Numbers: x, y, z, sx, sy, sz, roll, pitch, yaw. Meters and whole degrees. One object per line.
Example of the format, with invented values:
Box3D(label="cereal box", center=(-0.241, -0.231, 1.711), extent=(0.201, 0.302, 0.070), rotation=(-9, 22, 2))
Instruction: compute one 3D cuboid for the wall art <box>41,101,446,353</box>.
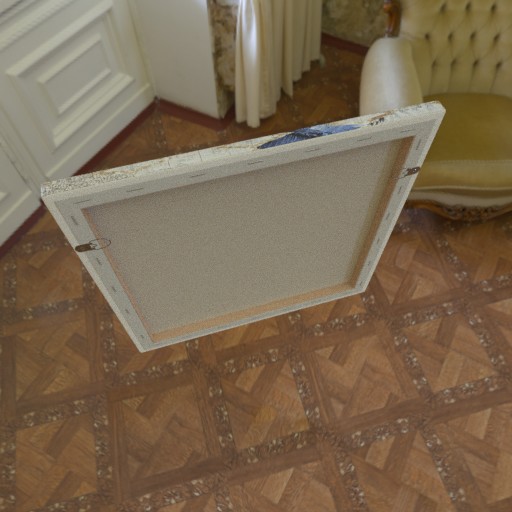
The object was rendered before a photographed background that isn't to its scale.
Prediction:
Box3D(label="wall art", center=(0.000, 0.000, 1.351), extent=(0.912, 0.914, 0.039), rotation=(-14, 59, -9))
